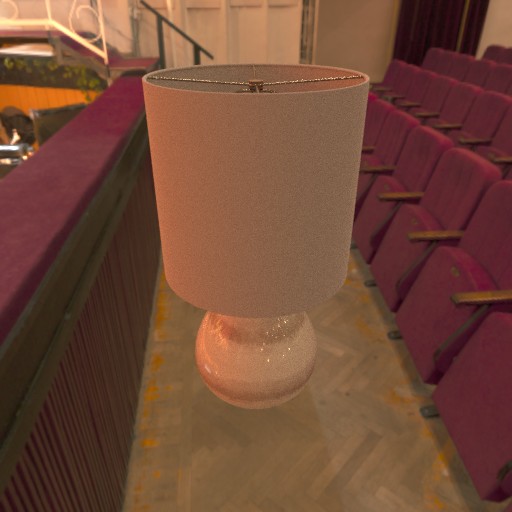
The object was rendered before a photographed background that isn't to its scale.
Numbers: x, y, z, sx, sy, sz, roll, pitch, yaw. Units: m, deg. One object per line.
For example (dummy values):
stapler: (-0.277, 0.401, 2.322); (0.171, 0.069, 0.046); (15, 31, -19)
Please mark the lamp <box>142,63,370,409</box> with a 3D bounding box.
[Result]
lamp: (0.000, 0.000, 0.530); (0.217, 0.404, 0.217); (-1, 29, -1)
